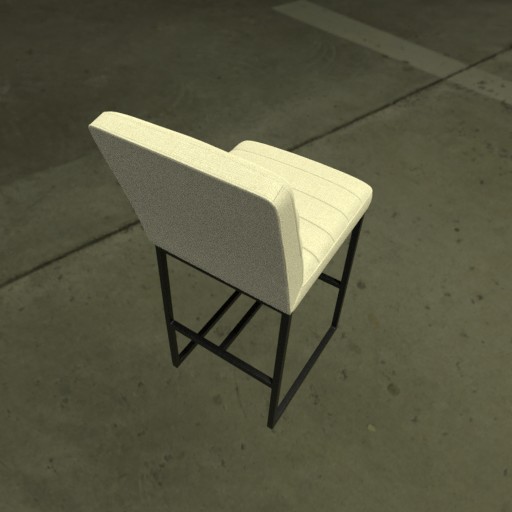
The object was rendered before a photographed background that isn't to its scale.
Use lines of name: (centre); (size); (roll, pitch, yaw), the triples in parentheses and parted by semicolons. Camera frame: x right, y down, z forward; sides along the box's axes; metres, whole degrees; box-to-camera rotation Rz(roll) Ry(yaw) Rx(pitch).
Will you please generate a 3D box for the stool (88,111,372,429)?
stool: (0.000, 0.000, 1.324); (0.460, 1.040, 0.560); (26, 52, 22)
